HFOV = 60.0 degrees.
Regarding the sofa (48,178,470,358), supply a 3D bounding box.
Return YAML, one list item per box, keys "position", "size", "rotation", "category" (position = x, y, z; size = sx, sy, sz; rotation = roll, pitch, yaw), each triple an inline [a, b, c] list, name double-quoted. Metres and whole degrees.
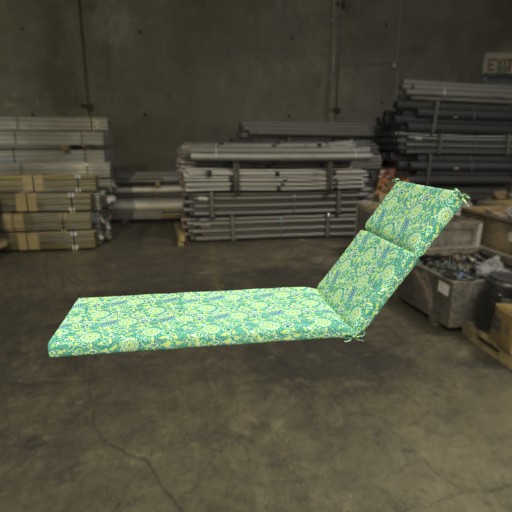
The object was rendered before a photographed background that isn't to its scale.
- position: [0.000, 0.000, 1.954]
  size: [1.663, 0.622, 0.582]
  rotation: [-2, 15, -9]
  category: "sofa"
